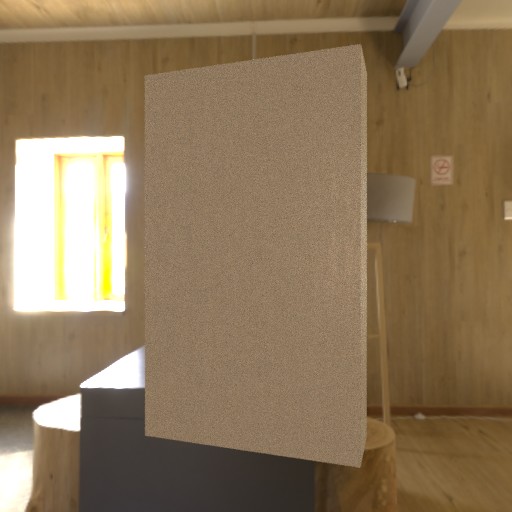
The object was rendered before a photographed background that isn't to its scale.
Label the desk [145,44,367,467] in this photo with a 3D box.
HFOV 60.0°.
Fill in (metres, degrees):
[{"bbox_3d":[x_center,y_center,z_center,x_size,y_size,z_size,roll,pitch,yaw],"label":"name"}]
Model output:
[{"bbox_3d":[0.000,0.000,1.576,0.750,1.280,0.250,0,0,18],"label":"desk"}]
